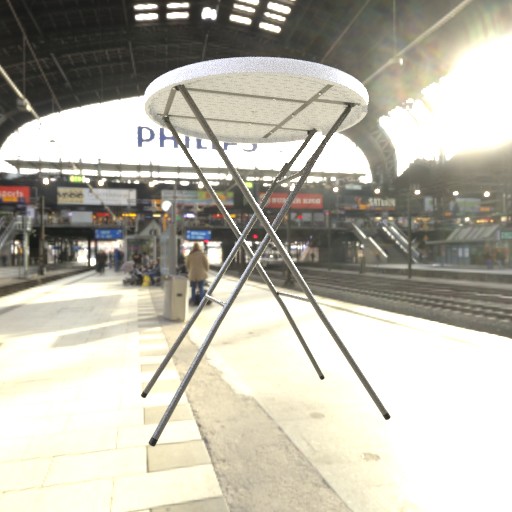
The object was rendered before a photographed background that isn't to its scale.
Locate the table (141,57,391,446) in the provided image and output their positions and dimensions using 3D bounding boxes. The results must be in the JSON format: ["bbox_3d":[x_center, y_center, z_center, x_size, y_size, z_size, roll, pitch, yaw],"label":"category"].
[{"bbox_3d":[0.000,0.000,1.619,0.795,1.105,0.792,0,0,-17],"label":"table"}]
